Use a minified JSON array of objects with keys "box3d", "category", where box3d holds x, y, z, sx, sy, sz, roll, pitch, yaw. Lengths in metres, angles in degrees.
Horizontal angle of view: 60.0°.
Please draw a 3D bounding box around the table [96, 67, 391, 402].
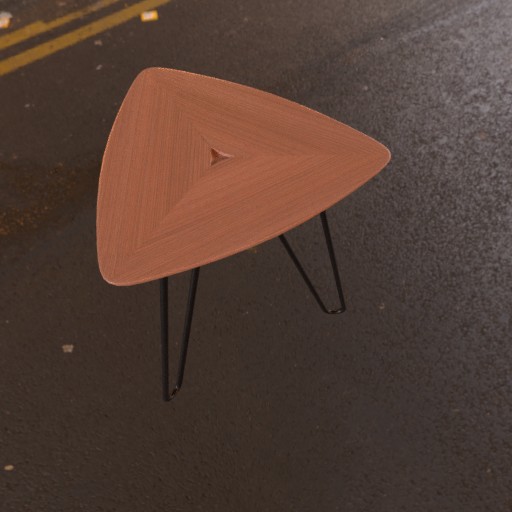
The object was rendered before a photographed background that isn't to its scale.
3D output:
[{"box3d":[0.000,0.000,0.898,0.455,0.564,0.442,-1,58,-1],"category":"table"}]
